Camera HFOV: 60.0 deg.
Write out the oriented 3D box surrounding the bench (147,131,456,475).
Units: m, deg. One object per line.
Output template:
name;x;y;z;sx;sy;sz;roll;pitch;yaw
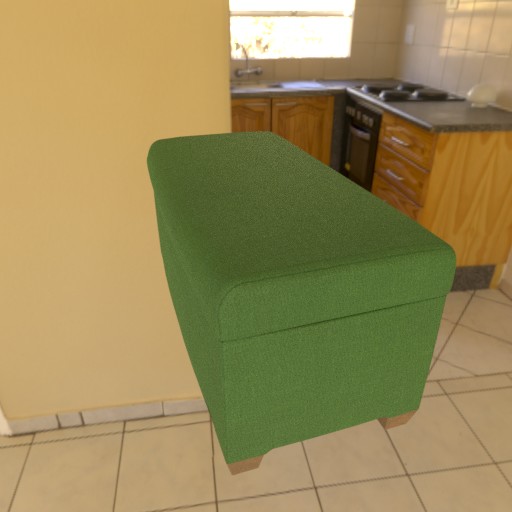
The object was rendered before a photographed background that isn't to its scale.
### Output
bench;0.000;0.000;1.261;0.505;0.501;0.989;-9;30;-16
